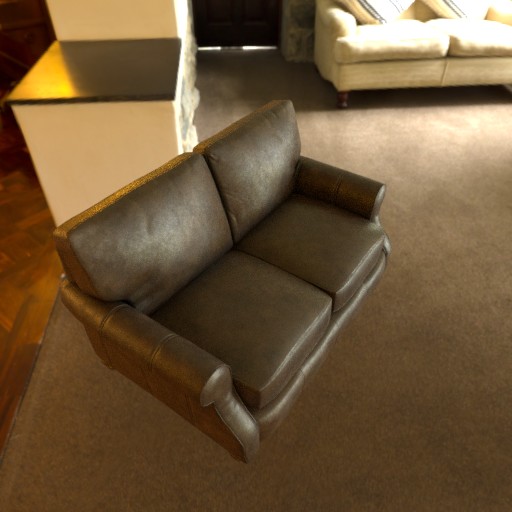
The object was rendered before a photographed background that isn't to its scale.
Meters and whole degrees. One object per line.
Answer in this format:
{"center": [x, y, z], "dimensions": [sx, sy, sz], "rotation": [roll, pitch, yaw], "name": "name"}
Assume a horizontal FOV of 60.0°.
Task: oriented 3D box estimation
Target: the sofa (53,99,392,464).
{"center": [0.000, 0.000, 2.186], "dimensions": [0.990, 0.976, 1.616], "rotation": [25, 47, 26], "name": "sofa"}
